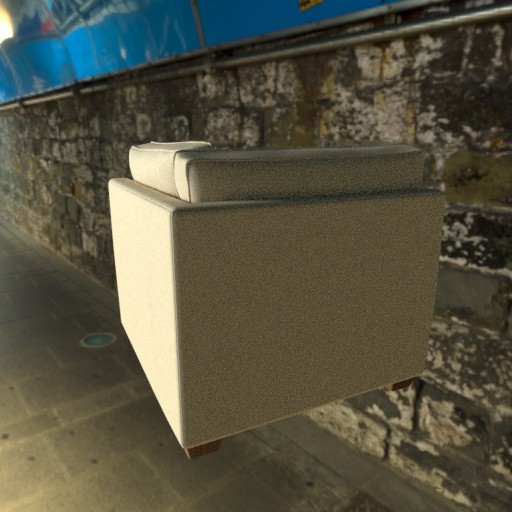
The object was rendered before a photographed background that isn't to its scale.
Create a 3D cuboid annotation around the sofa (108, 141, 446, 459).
[{"bbox_3d":[0.000,0.000,1.996,1.084,1.002,1.146,-7,16,-25],"label":"sofa"}]
